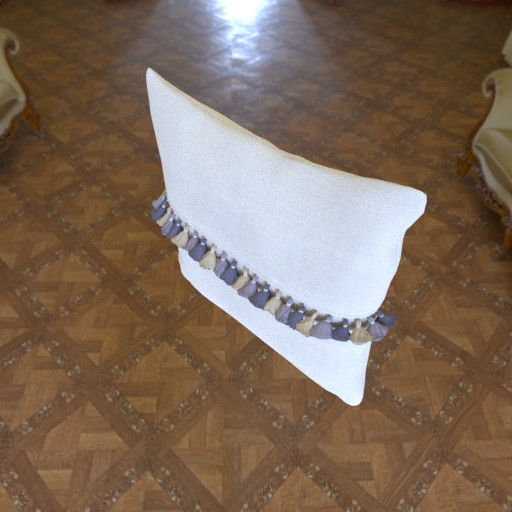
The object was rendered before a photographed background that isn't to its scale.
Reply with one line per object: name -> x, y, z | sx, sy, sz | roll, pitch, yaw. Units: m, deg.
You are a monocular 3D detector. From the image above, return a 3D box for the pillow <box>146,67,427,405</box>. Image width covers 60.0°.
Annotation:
pillow -> 0.000, 0.000, 0.734 | 0.489, 0.481, 0.165 | 33, 55, 28
